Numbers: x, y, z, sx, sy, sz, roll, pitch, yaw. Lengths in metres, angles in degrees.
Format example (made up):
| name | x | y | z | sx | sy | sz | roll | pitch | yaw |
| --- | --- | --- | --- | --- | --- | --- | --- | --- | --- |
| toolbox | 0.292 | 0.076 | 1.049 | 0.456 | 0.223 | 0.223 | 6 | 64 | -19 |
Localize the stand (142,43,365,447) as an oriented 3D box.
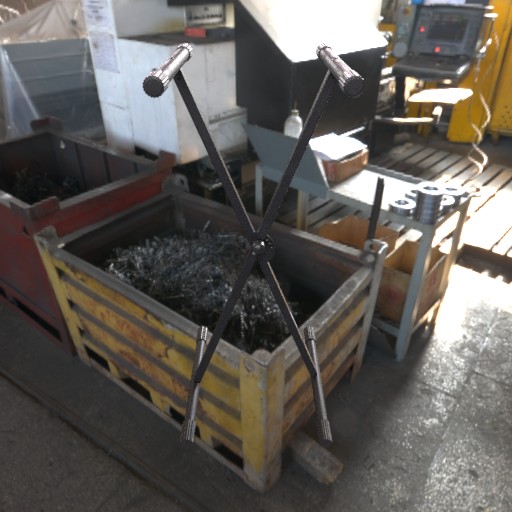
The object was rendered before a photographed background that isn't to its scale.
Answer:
| name | x | y | z | sx | sy | sz | roll | pitch | yaw |
| --- | --- | --- | --- | --- | --- | --- | --- | --- | --- |
| stand | 0.000 | 0.000 | 1.131 | 0.409 | 0.940 | 0.449 | 0 | 32 | 0 |
